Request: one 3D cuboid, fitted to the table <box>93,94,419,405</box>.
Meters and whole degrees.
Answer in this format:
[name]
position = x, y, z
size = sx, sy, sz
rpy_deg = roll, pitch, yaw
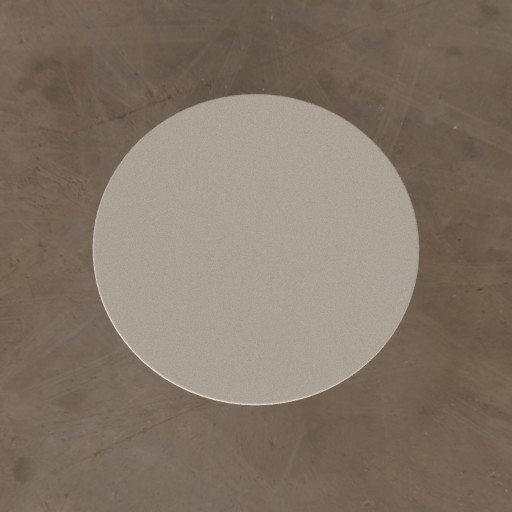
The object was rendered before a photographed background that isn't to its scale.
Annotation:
[table]
position = 0.000, 0.000, 1.459
size = 0.910, 0.457, 0.910
rpy_deg = 0, 74, 0
